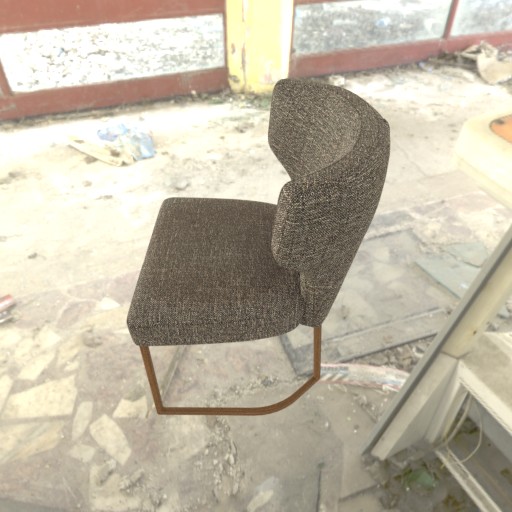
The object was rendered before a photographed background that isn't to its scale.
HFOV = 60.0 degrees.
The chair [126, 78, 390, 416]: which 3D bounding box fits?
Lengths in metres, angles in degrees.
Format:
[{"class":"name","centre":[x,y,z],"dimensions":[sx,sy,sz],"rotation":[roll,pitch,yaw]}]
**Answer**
[{"class":"chair","centre":[0.000,0.000,1.262],"dimensions":[0.617,0.824,0.611],"rotation":[0,40,0]}]
